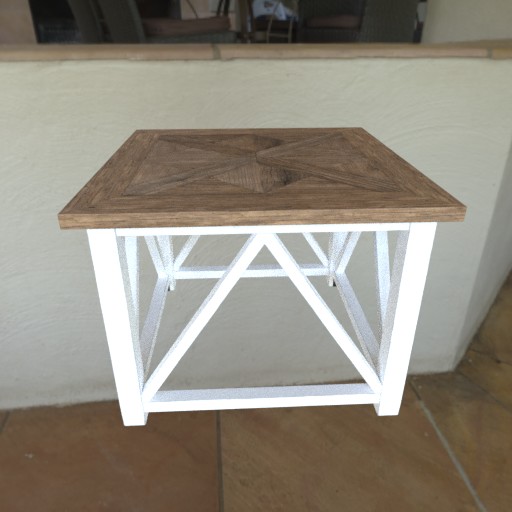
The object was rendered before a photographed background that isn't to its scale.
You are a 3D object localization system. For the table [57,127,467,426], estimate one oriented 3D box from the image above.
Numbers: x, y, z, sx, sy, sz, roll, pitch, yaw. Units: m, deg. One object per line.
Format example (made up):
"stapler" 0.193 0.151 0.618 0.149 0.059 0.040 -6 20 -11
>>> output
"table" 0.000 0.000 1.186 0.700 0.532 0.700 -1 27 -3
